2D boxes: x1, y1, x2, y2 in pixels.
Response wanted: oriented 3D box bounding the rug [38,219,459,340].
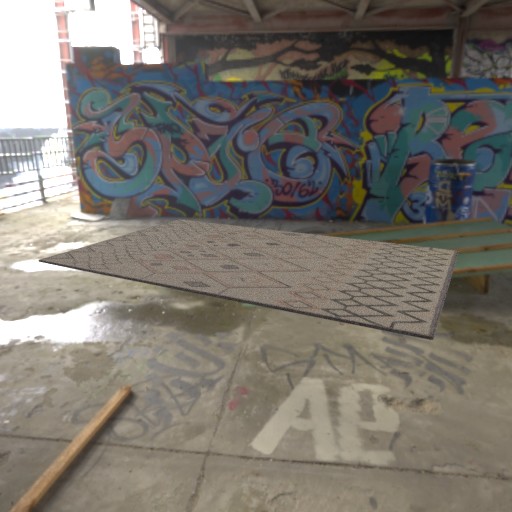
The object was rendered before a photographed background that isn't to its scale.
[{"bbox_3d":[0.000,0.000,3.020,2.438,0.015,1.524,8,18,26],"label":"rug"}]
